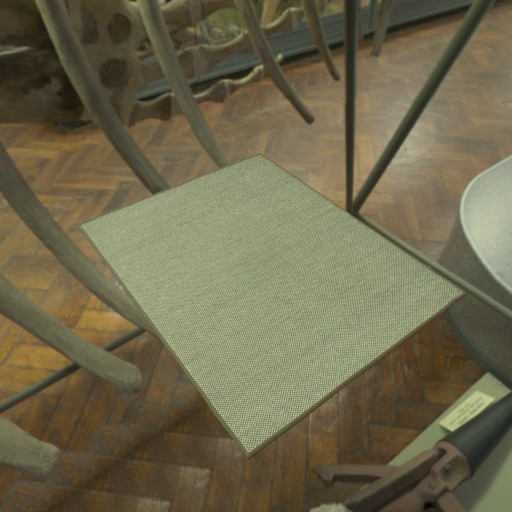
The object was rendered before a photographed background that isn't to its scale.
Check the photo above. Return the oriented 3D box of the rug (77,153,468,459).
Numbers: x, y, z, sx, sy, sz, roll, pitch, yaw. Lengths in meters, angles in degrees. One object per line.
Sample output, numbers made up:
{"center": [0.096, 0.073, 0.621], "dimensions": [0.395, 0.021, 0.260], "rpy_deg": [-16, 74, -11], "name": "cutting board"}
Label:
{"center": [0.000, 0.000, 4.268], "dimensions": [2.413, 0.020, 3.041], "rpy_deg": [-27, 50, -26], "name": "rug"}
